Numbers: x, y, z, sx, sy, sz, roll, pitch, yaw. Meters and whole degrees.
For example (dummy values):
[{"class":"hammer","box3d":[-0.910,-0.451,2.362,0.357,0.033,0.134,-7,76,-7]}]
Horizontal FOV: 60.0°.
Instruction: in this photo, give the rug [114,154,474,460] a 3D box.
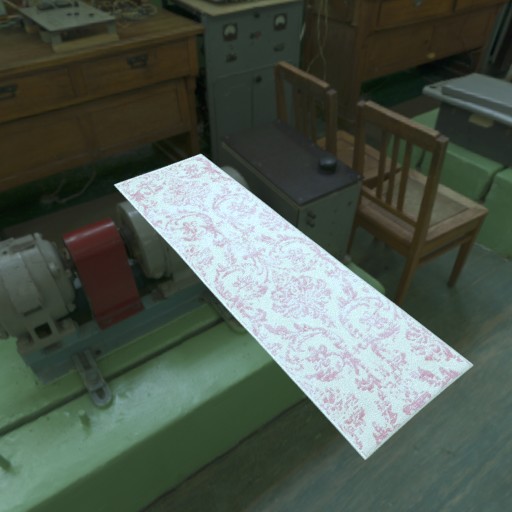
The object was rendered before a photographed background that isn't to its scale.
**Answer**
[{"class":"rug","box3d":[0.000,0.000,2.373,0.662,0.011,2.196,-27,49,-26]}]
